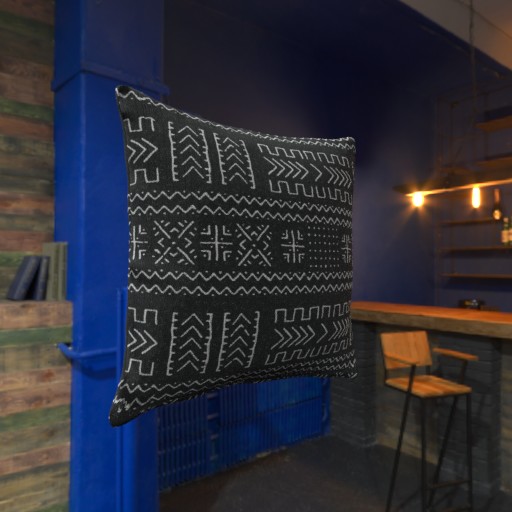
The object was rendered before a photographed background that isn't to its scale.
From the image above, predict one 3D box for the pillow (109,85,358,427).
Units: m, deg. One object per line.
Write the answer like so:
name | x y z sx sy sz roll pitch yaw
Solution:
pillow | 0.000 0.000 0.667 0.438 0.430 0.164 1 -1 -36
